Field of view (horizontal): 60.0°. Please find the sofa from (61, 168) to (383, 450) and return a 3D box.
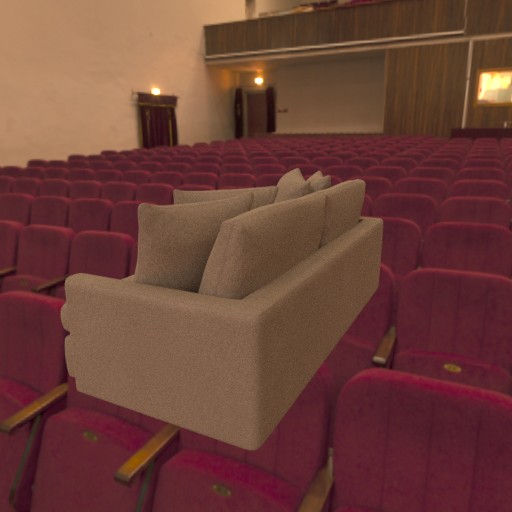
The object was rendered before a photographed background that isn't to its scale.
[{"bbox_3d":[0.000,0.000,2.993,1.228,1.084,2.380,7,17,26],"label":"sofa"}]
